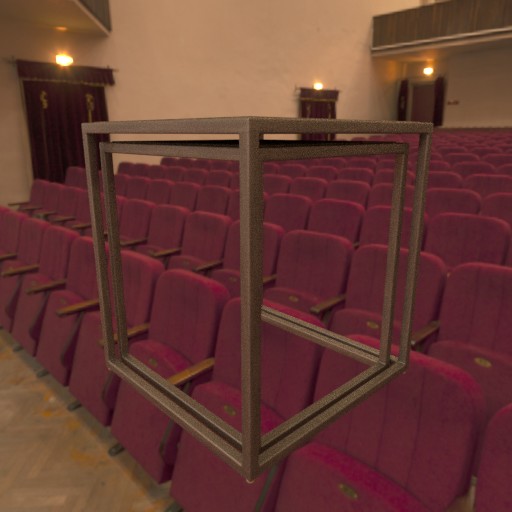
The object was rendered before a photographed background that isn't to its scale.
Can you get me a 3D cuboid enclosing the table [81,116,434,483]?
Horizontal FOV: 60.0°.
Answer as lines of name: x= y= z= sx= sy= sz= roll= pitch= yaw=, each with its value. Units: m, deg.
table: x=0.000 y=0.000 z=0.863 sx=0.450 sy=0.500 sz=0.449 roll=-14 pitch=21 yaw=-42
